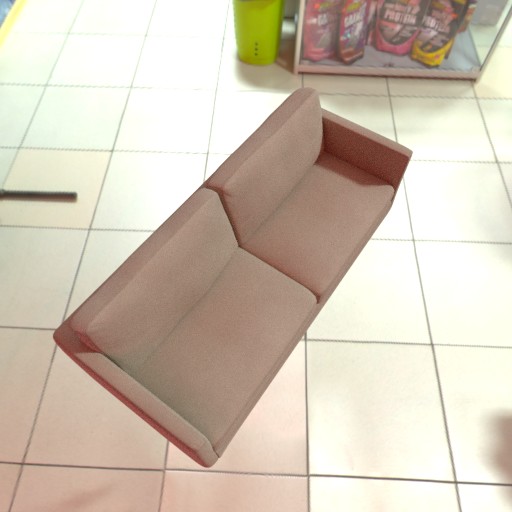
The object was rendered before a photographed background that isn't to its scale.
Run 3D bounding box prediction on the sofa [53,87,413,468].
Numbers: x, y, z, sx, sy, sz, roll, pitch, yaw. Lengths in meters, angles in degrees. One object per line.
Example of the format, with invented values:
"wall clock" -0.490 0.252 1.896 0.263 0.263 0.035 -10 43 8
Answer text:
"sofa" 0.000 0.000 2.680 0.948 0.932 2.181 31 64 17
